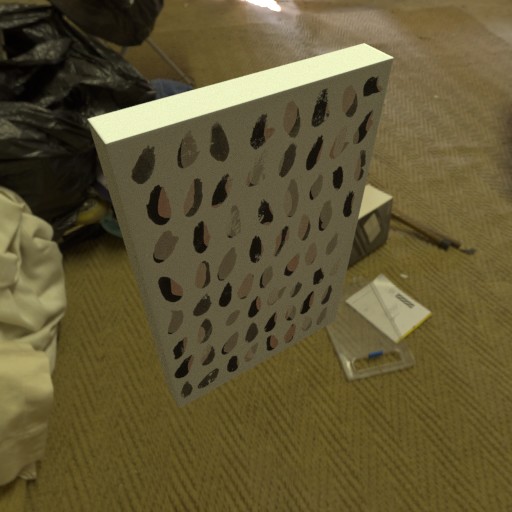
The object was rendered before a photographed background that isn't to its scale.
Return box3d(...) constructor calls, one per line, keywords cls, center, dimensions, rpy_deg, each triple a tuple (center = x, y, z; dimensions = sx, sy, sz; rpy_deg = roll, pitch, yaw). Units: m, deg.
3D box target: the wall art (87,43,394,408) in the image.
box3d(cls="wall art", center=(0.000, 0.000, 0.479), dimensions=(0.252, 0.381, 0.039), rpy_deg=(-24, 51, -22))
